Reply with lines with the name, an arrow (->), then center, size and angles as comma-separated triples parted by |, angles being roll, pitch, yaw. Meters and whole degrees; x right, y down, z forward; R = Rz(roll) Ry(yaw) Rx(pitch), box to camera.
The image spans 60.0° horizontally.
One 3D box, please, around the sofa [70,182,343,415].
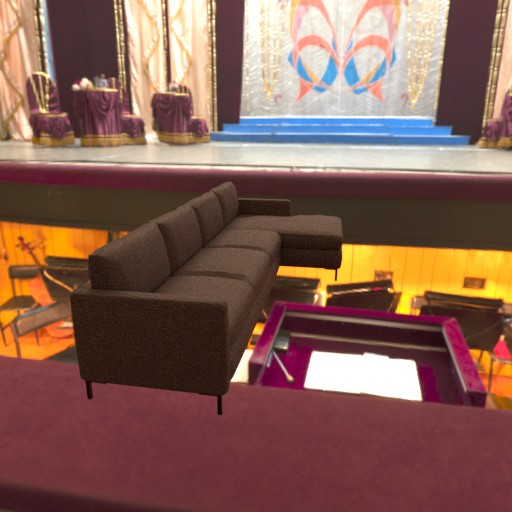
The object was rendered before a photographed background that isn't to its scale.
sofa -> 0.000, 0.000, 3.803 | 1.483, 0.892, 3.221 | 3, 17, 10
